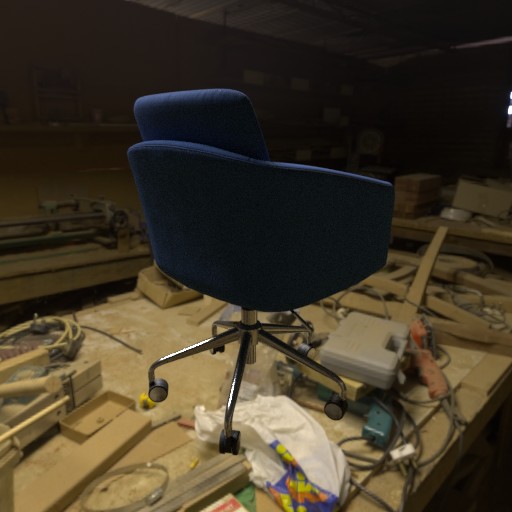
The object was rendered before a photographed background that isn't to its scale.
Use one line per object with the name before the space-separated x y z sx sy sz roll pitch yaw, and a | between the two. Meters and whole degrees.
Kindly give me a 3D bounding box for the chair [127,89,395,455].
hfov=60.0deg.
chair | 0.000 0.000 1.352 0.635 0.908 0.641 -15 21 -43
